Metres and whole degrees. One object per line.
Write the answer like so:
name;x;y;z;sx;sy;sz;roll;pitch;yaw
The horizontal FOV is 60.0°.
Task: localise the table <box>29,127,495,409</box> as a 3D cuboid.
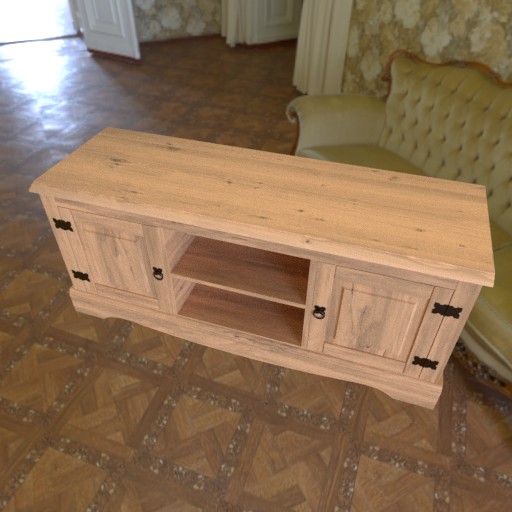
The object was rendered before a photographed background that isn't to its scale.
table;0.000;0.000;1.389;1.200;0.510;0.400;12;42;14
